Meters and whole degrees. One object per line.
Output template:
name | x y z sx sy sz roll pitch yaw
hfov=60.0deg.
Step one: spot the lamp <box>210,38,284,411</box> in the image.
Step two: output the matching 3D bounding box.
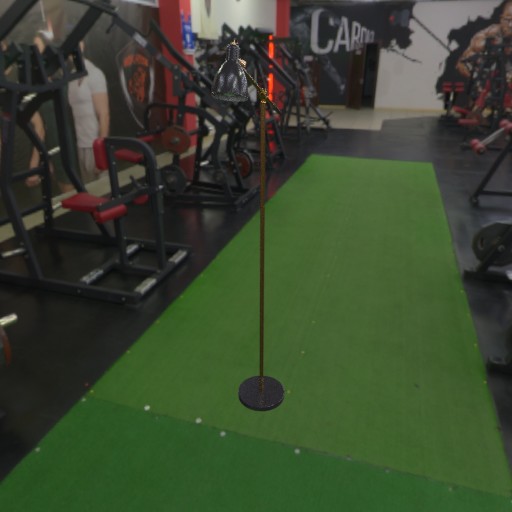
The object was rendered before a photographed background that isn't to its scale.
lamp | 0.000 0.000 1.860 0.235 1.628 0.618 8 26 18
